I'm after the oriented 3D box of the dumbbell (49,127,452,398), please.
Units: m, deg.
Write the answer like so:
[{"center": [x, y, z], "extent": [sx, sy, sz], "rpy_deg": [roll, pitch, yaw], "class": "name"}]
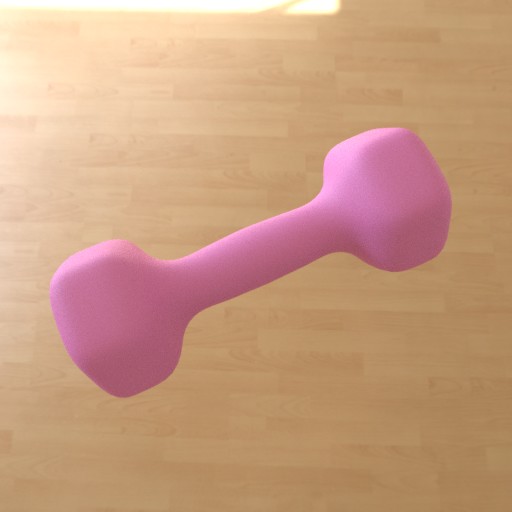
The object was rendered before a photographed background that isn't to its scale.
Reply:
[{"center": [0.000, 0.000, 0.185], "extent": [0.159, 0.058, 0.064], "rpy_deg": [-23, 78, -5], "class": "dumbbell"}]
